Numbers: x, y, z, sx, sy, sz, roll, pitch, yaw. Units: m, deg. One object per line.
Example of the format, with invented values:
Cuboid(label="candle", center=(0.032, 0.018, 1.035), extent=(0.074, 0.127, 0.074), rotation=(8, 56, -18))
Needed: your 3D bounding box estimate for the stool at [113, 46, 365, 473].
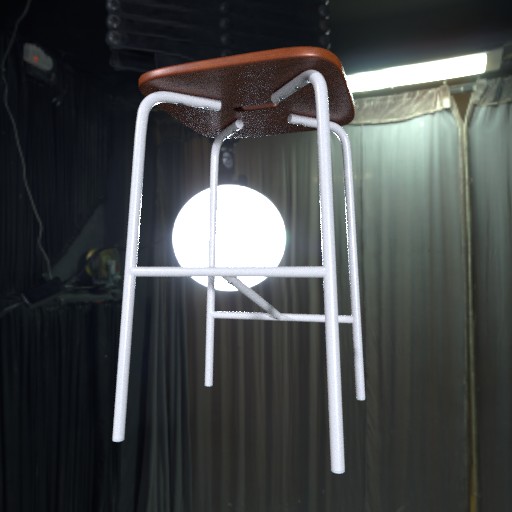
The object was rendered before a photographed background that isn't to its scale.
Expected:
Cuboid(label="stool", center=(0.000, 0.000, 0.850), extent=(0.376, 0.610, 0.376), rotation=(-1, -2, 18))
